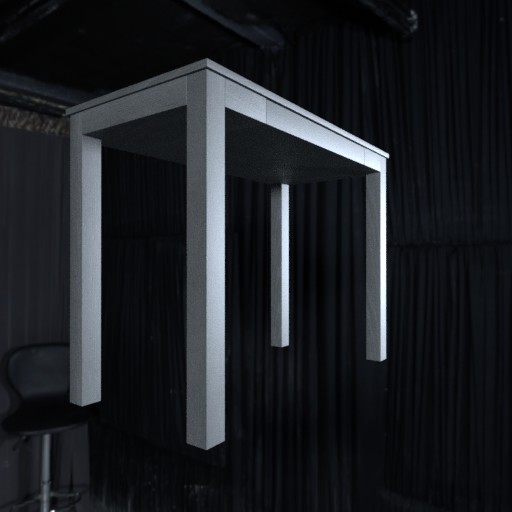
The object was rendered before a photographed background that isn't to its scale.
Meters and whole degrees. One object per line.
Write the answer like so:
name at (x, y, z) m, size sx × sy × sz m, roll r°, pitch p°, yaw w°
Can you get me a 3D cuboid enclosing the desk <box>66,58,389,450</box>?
desk at (0.000, 0.000, 1.402) m, size 0.499 × 0.762 × 0.991 m, roll 0°, pitch 0°, yaw 37°
